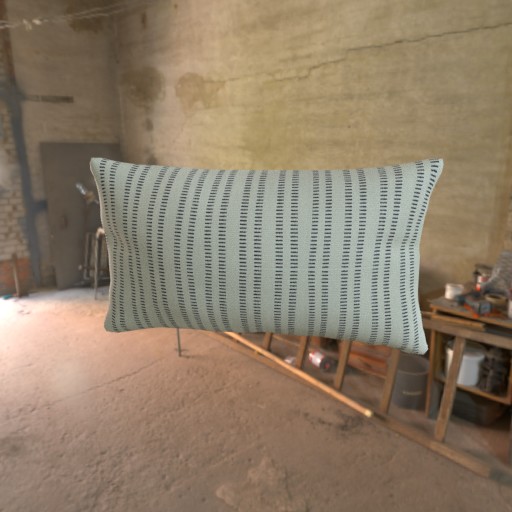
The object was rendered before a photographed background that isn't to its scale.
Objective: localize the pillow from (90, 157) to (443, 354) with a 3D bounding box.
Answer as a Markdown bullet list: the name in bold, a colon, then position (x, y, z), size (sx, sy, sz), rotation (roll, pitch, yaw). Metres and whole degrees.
- **pillow**: position (0.000, 0.000, 0.817), size (0.640, 0.353, 0.210), rotation (2, 14, 9)
